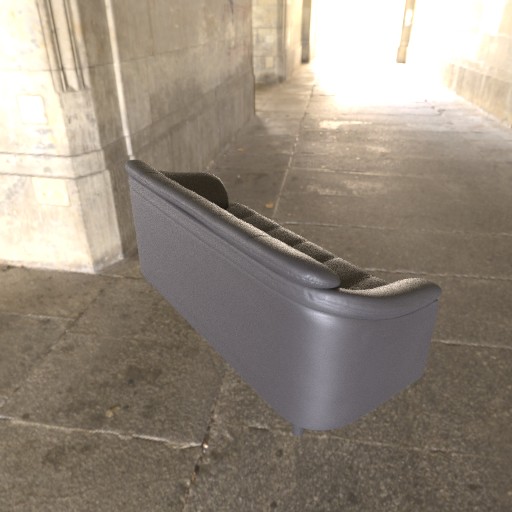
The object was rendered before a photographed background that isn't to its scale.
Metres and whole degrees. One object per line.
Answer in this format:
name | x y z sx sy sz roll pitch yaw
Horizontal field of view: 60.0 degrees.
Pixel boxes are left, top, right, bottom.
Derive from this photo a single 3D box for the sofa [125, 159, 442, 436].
sofa | 0.000 0.000 2.323 0.800 0.811 1.829 -19 34 -31
